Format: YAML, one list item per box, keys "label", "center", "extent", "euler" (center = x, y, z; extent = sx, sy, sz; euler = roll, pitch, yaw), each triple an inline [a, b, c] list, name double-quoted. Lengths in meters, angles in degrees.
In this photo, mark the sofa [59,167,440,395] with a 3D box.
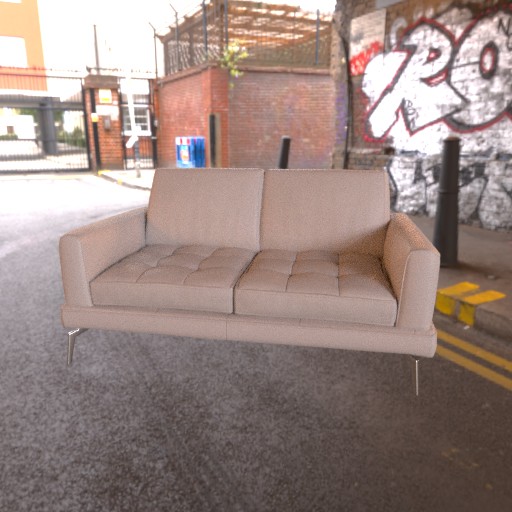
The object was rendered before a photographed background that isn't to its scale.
- label: "sofa"
  center: [0.000, 0.000, 2.505]
  extent: [1.819, 0.930, 1.121]
  euler: [3, 15, 10]
